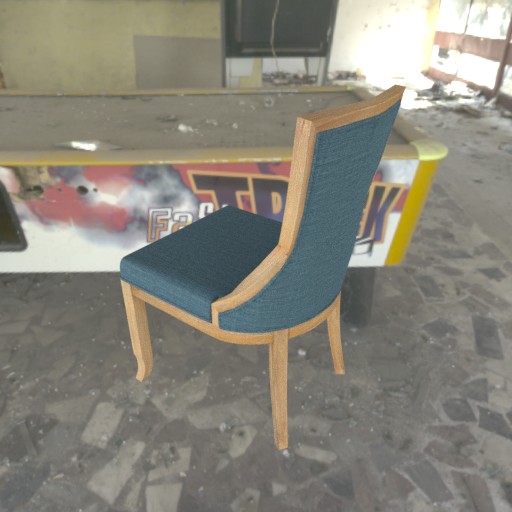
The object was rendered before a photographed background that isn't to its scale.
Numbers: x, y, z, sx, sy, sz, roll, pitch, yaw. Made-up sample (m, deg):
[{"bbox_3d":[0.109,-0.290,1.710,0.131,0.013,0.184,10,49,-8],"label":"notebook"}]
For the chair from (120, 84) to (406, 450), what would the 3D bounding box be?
[{"bbox_3d":[0.000,0.000,1.305,0.641,0.947,0.524,20,35,31],"label":"chair"}]
